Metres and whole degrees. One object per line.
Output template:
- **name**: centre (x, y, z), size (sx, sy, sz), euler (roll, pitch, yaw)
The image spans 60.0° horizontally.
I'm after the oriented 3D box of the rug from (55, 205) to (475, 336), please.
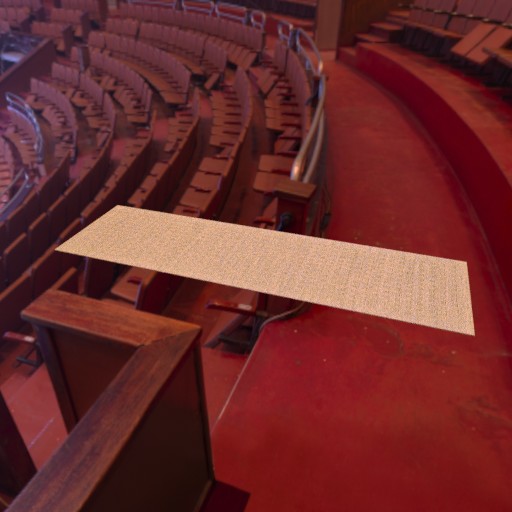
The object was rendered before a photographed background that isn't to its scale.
- **rug**: centre (0.000, 0.000, 2.722), size (2.437, 0.006, 0.686), euler (10, 33, 16)
